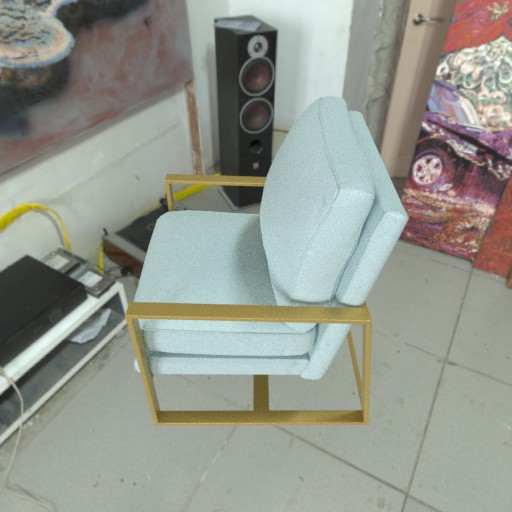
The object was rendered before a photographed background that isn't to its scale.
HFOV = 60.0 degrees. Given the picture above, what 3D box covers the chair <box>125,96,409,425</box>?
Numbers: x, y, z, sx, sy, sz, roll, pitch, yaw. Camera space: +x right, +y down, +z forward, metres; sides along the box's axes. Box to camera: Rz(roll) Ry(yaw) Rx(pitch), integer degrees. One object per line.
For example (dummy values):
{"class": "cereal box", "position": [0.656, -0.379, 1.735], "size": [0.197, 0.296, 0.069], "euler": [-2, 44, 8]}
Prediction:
{"class": "chair", "position": [0.000, 0.000, 1.568], "size": [0.813, 0.956, 0.758], "euler": [0, 41, 0]}
